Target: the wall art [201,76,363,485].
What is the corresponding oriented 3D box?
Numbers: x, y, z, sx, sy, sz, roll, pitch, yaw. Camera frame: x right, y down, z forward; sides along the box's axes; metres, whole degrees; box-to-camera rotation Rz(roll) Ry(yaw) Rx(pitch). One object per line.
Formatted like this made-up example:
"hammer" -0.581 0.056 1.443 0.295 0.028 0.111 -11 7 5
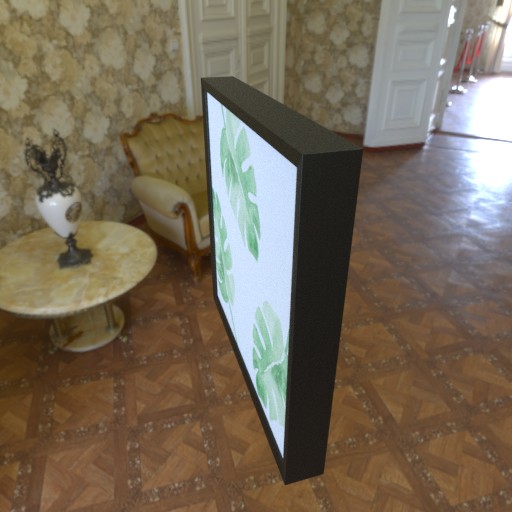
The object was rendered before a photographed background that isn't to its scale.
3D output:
"wall art" 0.000 0.000 0.454 0.038 0.304 0.304 -9 31 -15
